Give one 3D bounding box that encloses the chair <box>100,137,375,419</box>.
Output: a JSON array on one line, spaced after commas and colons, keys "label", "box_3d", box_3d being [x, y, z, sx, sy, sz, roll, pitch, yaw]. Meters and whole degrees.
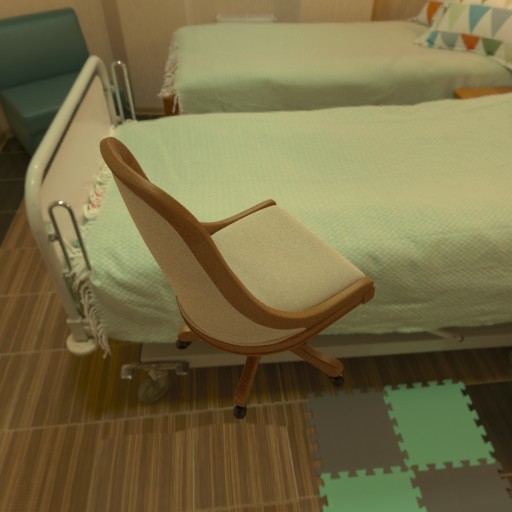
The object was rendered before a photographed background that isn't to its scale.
[{"label": "chair", "box_3d": [0.000, 0.000, 1.502, 0.811, 1.009, 0.702, -25, 48, -25]}]
